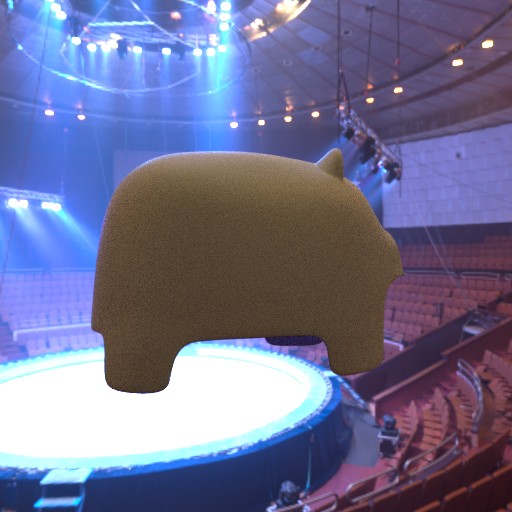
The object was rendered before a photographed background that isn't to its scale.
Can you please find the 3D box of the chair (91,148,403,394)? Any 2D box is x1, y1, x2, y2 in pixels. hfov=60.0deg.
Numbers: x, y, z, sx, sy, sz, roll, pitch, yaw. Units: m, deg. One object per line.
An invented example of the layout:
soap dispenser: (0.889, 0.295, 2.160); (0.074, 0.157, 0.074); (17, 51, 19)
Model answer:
chair: (0.000, 0.000, 0.891); (0.619, 0.423, 0.364); (1, -2, -18)
